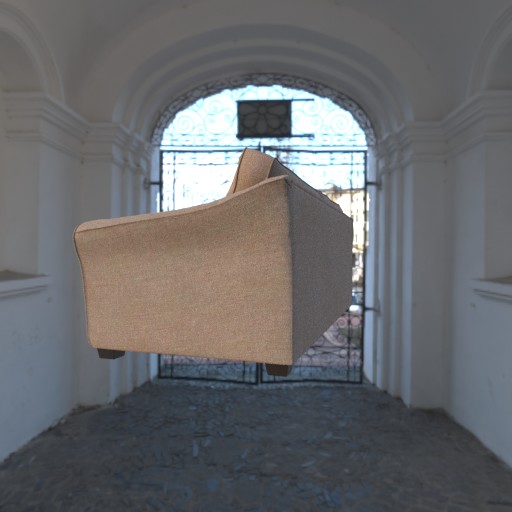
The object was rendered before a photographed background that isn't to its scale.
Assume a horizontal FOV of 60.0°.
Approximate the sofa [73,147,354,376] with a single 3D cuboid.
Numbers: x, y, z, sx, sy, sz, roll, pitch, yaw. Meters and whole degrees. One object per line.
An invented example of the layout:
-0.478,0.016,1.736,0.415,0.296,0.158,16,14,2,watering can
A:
0.000,0.000,2.796,0.986,0.906,2.270,0,0,18,sofa
